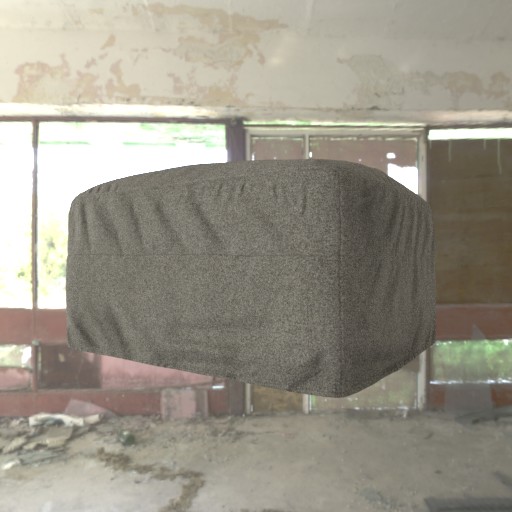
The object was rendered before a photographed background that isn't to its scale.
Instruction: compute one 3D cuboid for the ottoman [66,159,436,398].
[{"bbox_3d":[0.000,0.000,1.224,0.837,0.481,0.683,0,1,34],"label":"ottoman"}]
